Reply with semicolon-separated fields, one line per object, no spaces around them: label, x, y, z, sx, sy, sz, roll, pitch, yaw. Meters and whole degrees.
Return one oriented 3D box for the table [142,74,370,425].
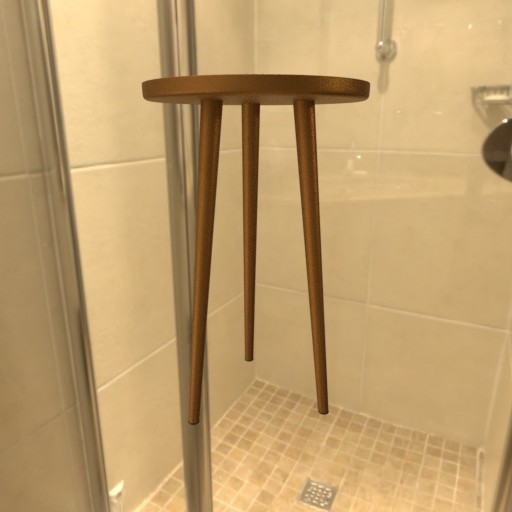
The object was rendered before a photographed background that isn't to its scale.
table;0.000;0.000;0.666;0.299;0.480;0.299;-3;17;-9
